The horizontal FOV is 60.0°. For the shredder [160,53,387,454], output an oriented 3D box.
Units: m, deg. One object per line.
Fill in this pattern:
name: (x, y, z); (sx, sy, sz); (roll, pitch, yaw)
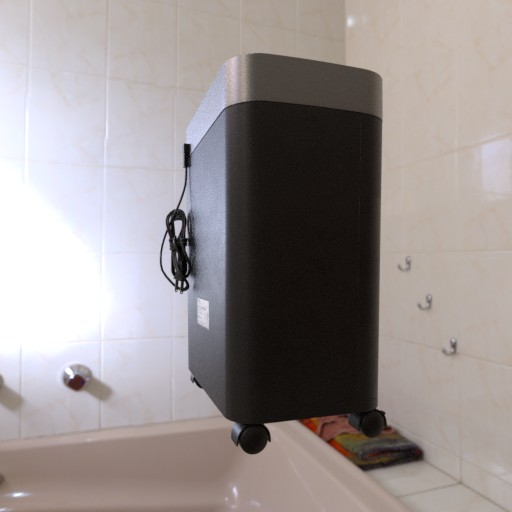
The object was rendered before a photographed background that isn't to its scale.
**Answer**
shredder: (0.000, 0.000, 0.614); (0.237, 0.419, 0.311); (0, -1, -18)
